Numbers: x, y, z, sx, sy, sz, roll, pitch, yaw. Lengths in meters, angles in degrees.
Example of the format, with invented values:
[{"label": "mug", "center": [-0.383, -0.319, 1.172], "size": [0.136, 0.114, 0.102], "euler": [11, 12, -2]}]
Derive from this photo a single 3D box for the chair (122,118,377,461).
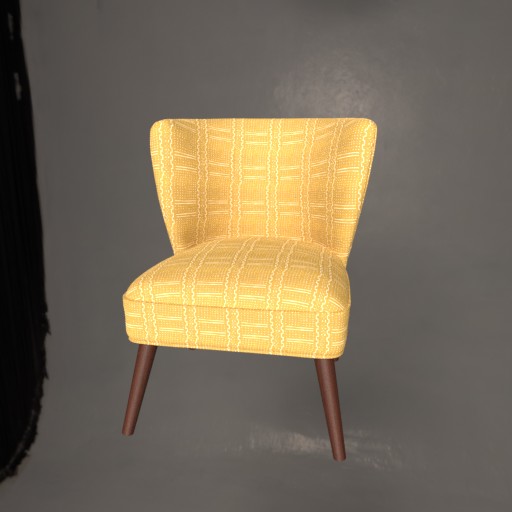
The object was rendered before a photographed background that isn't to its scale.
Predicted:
[{"label": "chair", "center": [0.000, 0.000, 1.416], "size": [0.706, 0.866, 0.758], "euler": [3, 15, 10]}]
